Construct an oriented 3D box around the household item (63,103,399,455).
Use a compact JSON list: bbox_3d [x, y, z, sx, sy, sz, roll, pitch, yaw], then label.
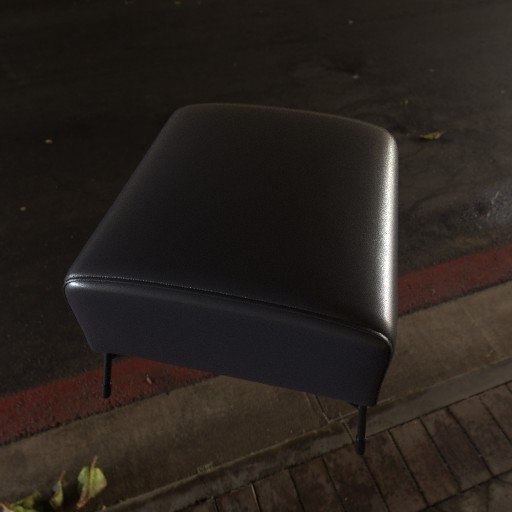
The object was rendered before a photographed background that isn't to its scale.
[{"bbox_3d":[0.000,0.000,0.883,0.530,0.410,0.530,9,48,8],"label":"household item"}]
